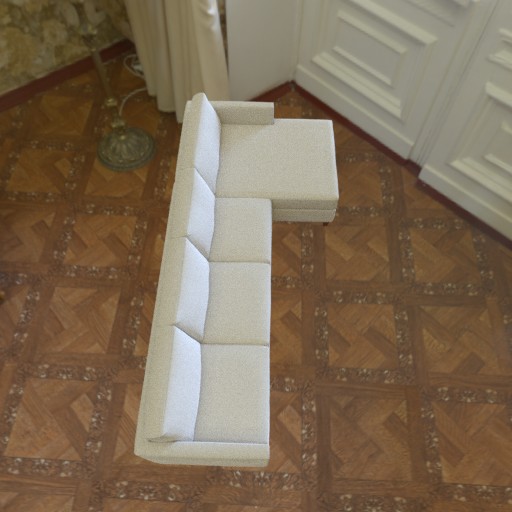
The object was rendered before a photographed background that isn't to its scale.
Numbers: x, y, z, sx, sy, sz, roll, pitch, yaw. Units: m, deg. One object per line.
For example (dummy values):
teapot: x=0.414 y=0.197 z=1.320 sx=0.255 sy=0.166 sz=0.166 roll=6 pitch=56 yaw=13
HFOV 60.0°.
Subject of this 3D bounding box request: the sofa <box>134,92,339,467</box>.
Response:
sofa: x=0.000 y=0.000 z=4.065 sx=1.599 sy=0.954 sz=3.471 roll=1 pitch=60 yaw=1
